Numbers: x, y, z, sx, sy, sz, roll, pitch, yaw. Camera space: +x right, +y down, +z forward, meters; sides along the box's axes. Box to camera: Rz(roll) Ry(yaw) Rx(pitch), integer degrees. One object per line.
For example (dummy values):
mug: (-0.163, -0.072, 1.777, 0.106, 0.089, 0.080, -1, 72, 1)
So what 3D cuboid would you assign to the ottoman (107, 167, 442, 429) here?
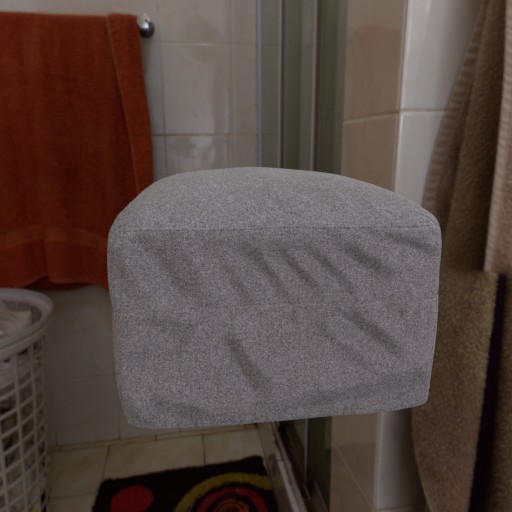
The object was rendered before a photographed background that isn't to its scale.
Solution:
ottoman: (0.000, 0.000, 1.232, 0.683, 0.481, 0.837, -2, 14, -8)
